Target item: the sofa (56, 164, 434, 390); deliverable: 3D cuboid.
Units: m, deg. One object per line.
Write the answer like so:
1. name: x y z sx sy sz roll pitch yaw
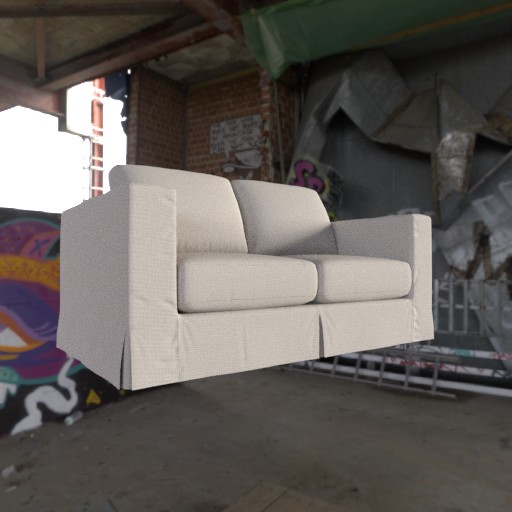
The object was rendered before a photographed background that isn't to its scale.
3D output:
1. sofa: 0.000 0.000 2.404 1.813 0.932 1.009 1 -1 -36
